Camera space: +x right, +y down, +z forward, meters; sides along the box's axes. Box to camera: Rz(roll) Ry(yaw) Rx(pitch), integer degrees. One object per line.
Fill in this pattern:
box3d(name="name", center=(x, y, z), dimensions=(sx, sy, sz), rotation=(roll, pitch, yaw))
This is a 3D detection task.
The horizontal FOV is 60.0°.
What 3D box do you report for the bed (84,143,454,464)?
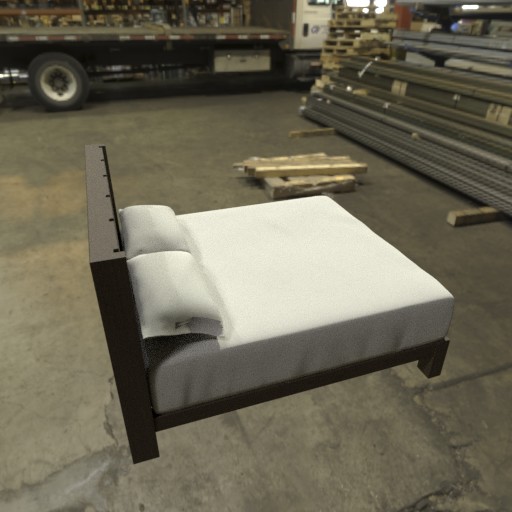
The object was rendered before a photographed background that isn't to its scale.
box3d(name="bed", center=(0.000, 0.000, 3.053), dimensions=(1.992, 1.261, 1.735), rotation=(-10, 31, -17))
